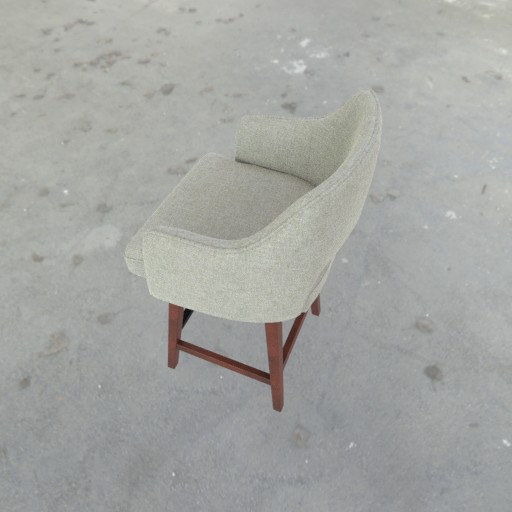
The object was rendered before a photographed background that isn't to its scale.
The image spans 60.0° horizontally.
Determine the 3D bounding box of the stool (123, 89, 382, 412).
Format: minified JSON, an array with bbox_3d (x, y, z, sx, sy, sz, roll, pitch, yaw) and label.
[{"bbox_3d":[0.000,0.000,1.324,0.558,0.944,0.599,17,50,15],"label":"stool"}]
